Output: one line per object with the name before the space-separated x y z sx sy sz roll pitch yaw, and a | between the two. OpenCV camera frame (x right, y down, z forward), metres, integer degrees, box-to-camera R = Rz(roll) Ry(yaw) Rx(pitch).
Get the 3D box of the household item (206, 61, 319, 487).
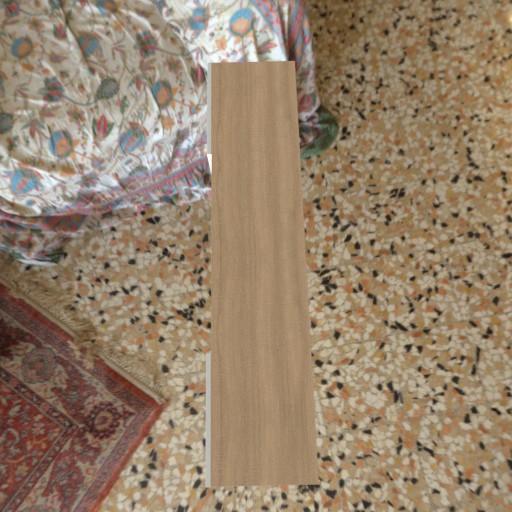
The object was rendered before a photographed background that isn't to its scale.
household item | 0.000 0.000 2.035 0.420 0.310 1.850 -1 75 0
